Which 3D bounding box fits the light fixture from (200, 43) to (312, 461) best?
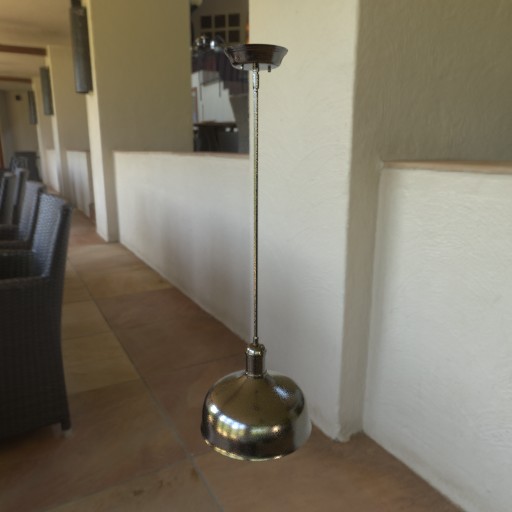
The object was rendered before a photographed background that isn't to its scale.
[{"bbox_3d":[0.000,0.000,1.093,0.299,0.935,0.299,-7,15,-25],"label":"light fixture"}]
